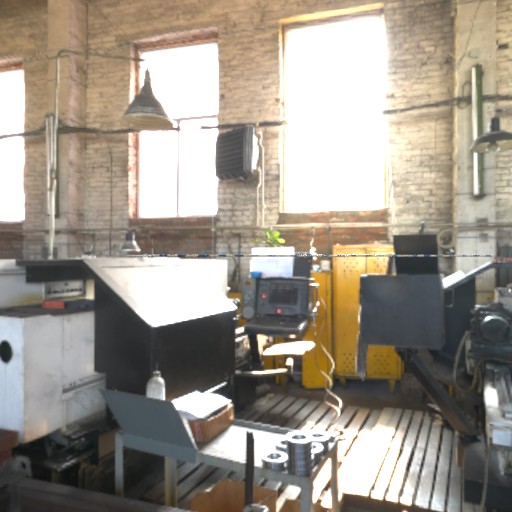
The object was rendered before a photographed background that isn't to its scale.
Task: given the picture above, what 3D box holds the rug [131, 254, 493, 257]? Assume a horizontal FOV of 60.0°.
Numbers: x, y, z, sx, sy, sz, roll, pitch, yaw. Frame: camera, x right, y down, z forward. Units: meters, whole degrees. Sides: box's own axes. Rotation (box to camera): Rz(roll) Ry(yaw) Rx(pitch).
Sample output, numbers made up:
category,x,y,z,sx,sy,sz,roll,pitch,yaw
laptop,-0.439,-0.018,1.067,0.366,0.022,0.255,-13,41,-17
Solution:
category,x,y,z,sx,sy,sz,roll,pitch,yaw
rug,0.000,0.000,2.973,1.531,0.008,2.439,0,0,-18
